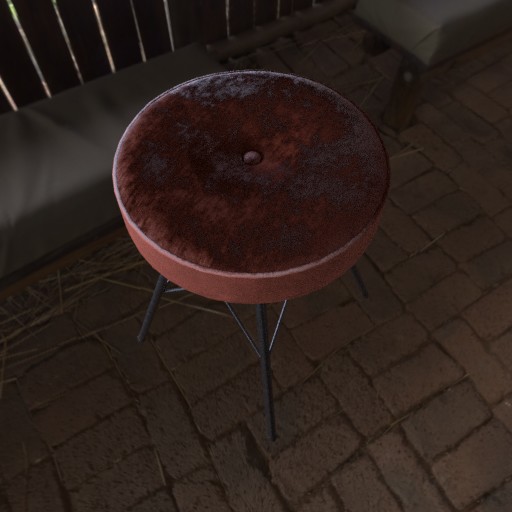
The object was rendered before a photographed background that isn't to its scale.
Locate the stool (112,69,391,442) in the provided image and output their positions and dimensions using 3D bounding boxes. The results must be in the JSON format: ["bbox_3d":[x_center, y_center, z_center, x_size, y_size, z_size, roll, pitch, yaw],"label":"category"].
[{"bbox_3d":[0.000,0.000,0.893,0.421,0.593,0.457,31,63,18],"label":"stool"}]
